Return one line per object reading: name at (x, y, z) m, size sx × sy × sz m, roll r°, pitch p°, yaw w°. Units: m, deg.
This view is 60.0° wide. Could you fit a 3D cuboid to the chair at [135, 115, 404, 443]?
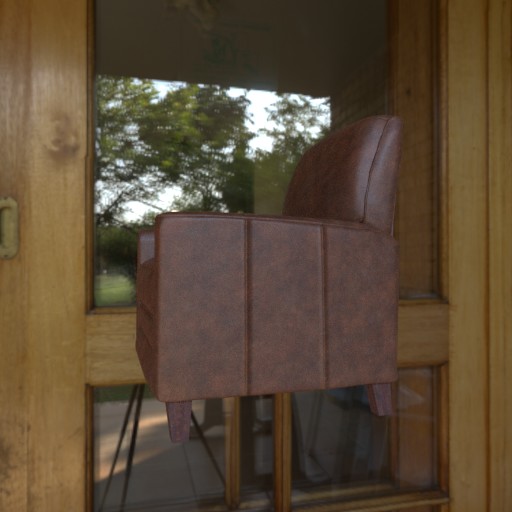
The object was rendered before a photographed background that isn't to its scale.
chair at (0.000, 0.000, 1.655) m, size 0.850 × 1.010 × 0.839 m, roll 0°, pitch 0°, yaw -19°
